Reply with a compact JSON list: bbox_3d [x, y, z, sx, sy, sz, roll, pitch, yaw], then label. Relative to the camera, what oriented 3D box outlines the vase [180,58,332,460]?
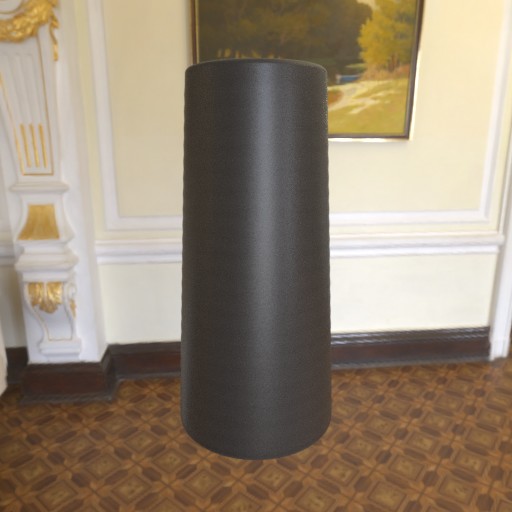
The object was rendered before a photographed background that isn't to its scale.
[{"bbox_3d":[0.000,0.000,0.369,0.136,0.289,0.136,2,15,7],"label":"vase"}]
